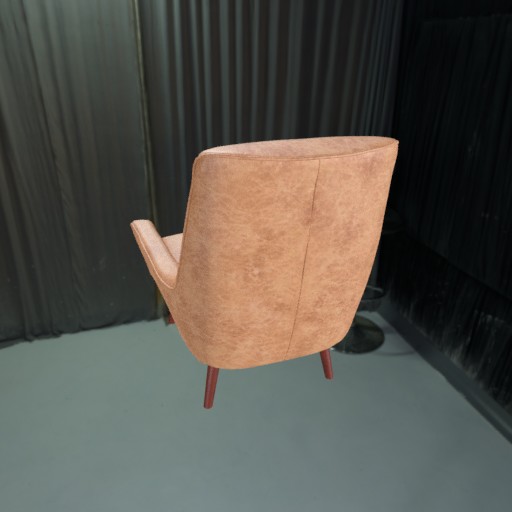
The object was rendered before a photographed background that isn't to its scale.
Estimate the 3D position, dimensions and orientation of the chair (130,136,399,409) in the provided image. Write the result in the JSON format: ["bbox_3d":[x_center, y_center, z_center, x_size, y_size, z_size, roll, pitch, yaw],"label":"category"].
[{"bbox_3d":[0.000,0.000,1.484,0.753,0.883,0.851,-8,26,-17],"label":"chair"}]
